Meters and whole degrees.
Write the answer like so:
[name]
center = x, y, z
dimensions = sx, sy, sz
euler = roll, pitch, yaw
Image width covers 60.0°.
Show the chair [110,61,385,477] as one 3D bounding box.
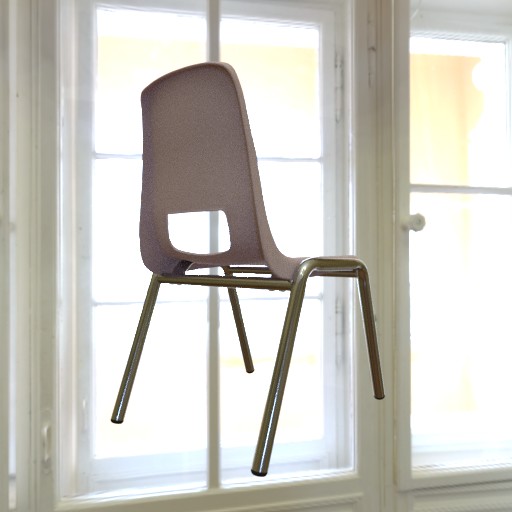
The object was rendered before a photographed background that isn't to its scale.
[chair]
center = 0.000, 0.000, 0.842
dimensions = 0.354, 0.586, 0.423
euler = 0, 0, 36
